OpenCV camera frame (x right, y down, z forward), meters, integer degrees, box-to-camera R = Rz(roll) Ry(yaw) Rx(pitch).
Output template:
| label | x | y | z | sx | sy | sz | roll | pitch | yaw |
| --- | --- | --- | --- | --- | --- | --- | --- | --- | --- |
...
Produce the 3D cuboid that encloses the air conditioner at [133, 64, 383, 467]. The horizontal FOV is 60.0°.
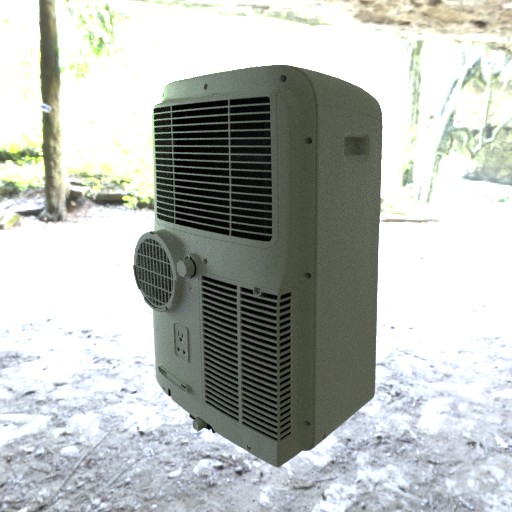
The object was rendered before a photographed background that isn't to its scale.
| label | x | y | z | sx | sy | sz | roll | pitch | yaw |
| --- | --- | --- | --- | --- | --- | --- | --- | --- | --- |
| air conditioner | 0.000 | 0.000 | 0.940 | 0.365 | 0.700 | 0.454 | -13 | 19 | -42 |
